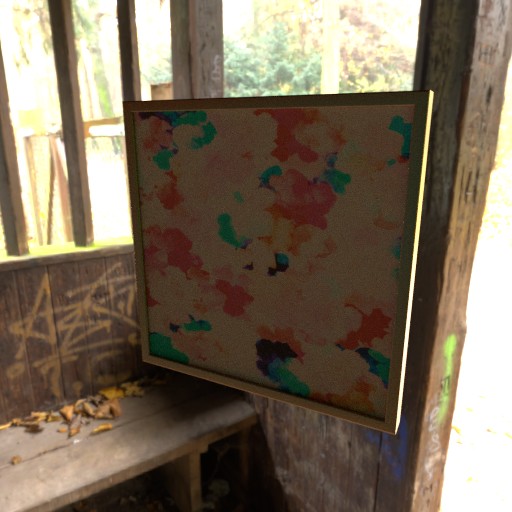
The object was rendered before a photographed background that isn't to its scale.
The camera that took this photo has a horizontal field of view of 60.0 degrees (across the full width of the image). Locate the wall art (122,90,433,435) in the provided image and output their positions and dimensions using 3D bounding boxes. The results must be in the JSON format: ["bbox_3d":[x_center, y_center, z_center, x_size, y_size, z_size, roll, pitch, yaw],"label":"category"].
[{"bbox_3d":[0.000,0.000,0.753,0.510,0.509,0.037,8,18,26],"label":"wall art"}]
